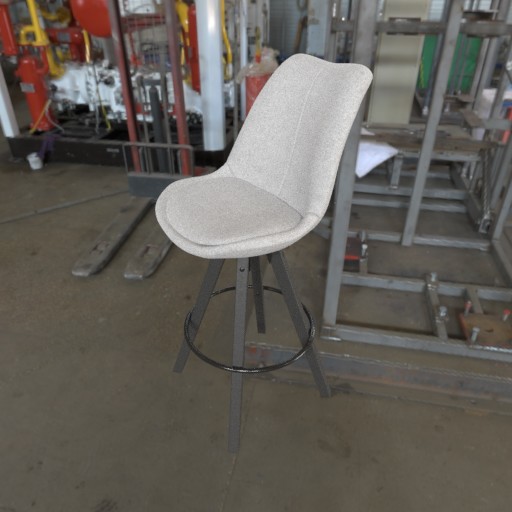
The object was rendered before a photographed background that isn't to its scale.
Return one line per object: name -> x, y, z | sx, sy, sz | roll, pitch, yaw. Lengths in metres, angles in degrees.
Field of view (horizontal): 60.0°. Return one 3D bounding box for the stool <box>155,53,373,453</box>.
stool -> 0.000, 0.000, 1.403 | 0.550, 1.115, 0.485 | -20, 37, -28
